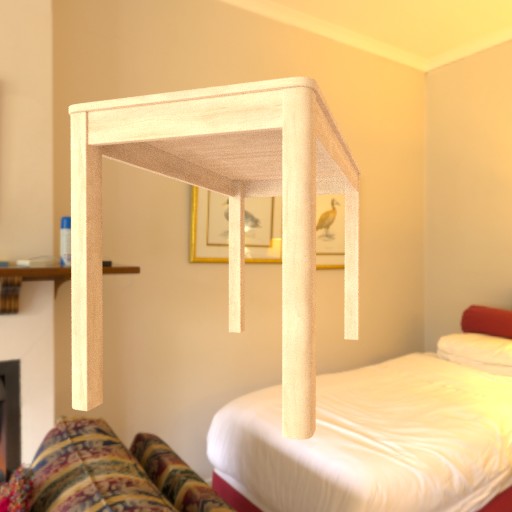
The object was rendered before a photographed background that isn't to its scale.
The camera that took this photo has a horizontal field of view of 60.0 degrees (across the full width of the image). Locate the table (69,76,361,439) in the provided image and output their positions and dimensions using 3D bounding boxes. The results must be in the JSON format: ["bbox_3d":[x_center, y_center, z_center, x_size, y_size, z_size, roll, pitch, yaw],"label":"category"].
[{"bbox_3d":[0.000,0.000,1.862,0.750,0.900,1.400,0,1,18],"label":"table"}]
